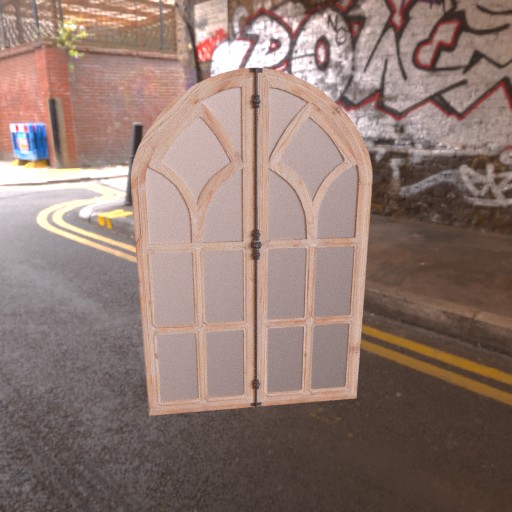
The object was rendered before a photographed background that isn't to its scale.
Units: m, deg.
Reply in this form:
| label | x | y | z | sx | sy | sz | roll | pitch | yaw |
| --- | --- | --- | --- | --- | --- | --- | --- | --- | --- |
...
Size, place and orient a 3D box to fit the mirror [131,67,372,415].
| label | x | y | z | sx | sy | sz | roll | pitch | yaw |
| --- | --- | --- | --- | --- | --- | --- | --- | --- | --- |
| mirror | 0.000 | 0.000 | 1.161 | 0.609 | 0.915 | 0.032 | -2 | 17 | -8 |
